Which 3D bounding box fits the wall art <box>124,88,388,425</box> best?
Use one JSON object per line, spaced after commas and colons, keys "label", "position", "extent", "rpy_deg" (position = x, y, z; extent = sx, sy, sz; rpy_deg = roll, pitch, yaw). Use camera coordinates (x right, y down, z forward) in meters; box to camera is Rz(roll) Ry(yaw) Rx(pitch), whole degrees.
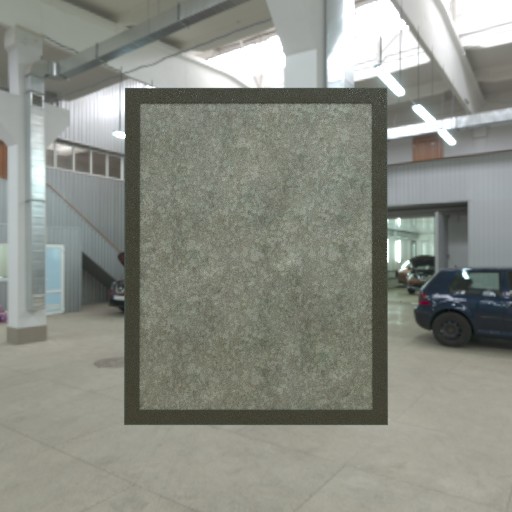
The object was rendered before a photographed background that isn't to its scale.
{"label": "wall art", "position": [0.000, 0.000, 1.306], "extent": [0.767, 0.983, 0.030], "rpy_deg": [0, 0, 0]}
